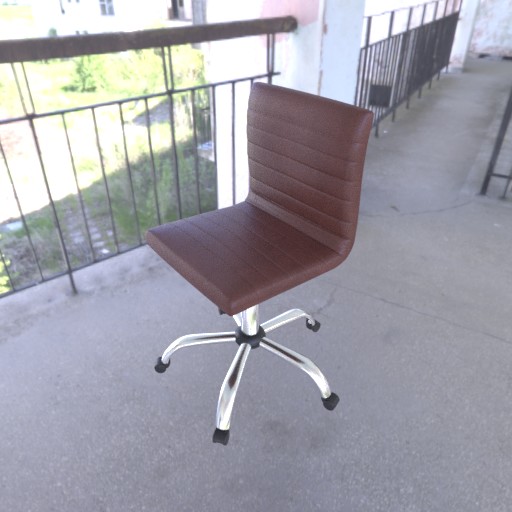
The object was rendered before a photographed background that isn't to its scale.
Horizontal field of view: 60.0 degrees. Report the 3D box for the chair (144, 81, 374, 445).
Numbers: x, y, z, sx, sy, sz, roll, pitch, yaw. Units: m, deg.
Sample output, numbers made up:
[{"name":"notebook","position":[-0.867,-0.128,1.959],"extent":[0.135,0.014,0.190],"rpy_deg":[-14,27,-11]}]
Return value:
[{"name":"chair","position":[0.000,0.000,1.160],"extent":[0.530,0.780,0.556],"rpy_deg":[-23,39,-32]}]
